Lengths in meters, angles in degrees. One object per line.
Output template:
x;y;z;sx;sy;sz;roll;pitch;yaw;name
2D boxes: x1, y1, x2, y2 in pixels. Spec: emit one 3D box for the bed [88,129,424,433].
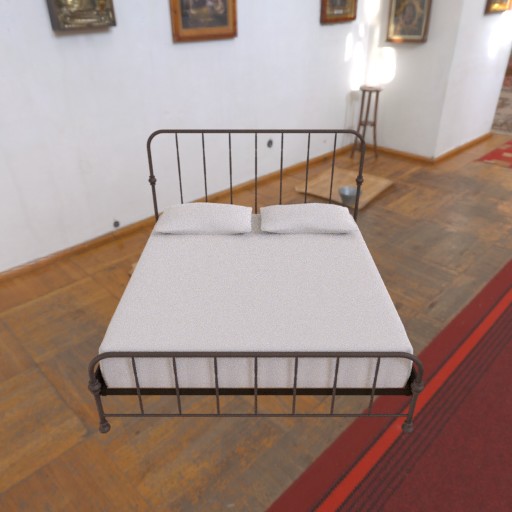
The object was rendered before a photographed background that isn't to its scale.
0.000;0.000;3.434;2.044;1.446;2.134;0;29;0;bed
